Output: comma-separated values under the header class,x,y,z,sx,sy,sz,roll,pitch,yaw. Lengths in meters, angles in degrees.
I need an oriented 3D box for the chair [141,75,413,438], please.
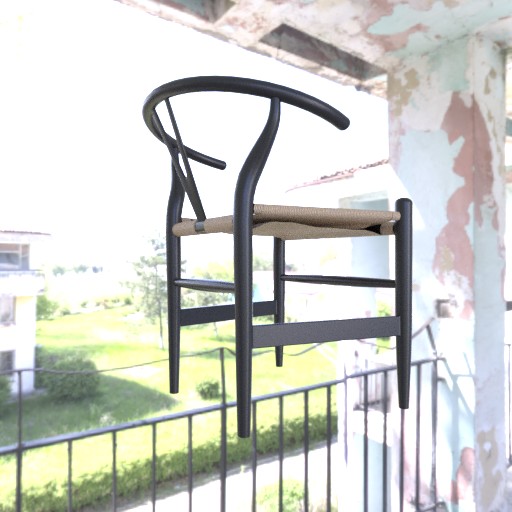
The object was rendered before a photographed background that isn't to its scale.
class,x,y,z,sx,sy,sz,roll,pitch,yaw
chair,0.000,0.000,1.140,0.570,0.739,0.570,0,0,-34
